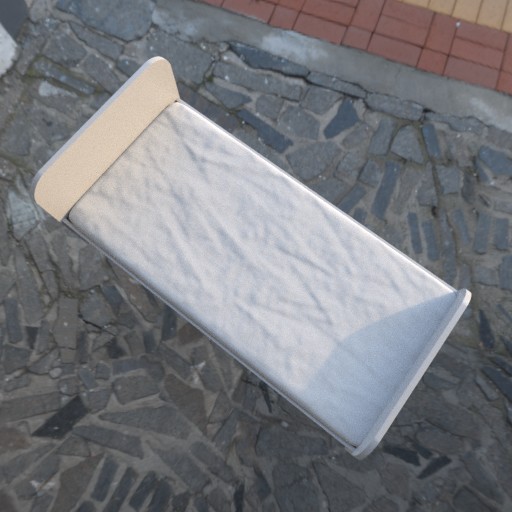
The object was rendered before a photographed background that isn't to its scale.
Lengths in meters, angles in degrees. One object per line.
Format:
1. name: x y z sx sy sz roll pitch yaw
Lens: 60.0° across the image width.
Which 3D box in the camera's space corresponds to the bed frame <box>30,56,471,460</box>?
1. bed frame: 0.000 0.000 2.361 1.963 0.805 0.998 37 78 9
